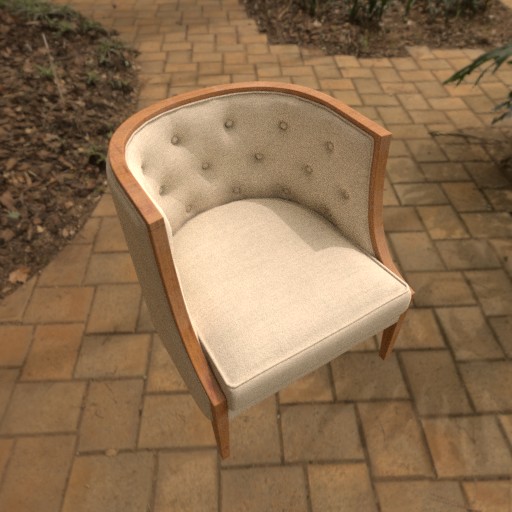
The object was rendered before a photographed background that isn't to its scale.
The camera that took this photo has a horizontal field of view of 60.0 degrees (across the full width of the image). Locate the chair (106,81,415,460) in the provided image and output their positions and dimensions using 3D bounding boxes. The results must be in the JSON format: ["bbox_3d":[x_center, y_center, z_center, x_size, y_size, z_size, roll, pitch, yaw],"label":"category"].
[{"bbox_3d":[0.000,0.000,1.388,0.711,0.775,0.757,-24,50,-22],"label":"chair"}]
